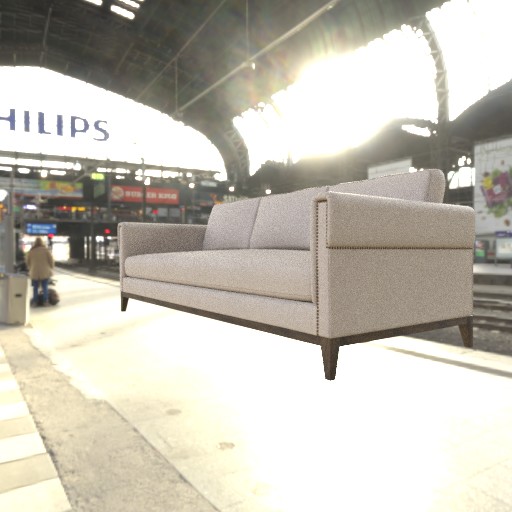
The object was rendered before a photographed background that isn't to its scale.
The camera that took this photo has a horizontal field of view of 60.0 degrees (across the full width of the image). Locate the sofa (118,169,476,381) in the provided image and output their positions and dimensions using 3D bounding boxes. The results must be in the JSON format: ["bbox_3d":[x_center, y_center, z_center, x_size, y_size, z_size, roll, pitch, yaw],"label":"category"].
[{"bbox_3d":[0.000,0.000,2.677,0.959,0.838,2.210,-1,1,-36],"label":"sofa"}]
